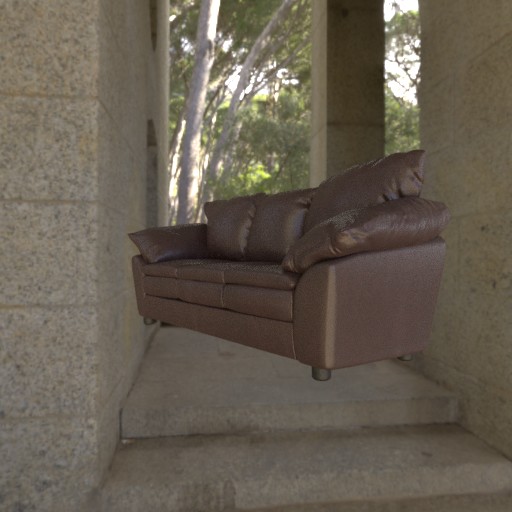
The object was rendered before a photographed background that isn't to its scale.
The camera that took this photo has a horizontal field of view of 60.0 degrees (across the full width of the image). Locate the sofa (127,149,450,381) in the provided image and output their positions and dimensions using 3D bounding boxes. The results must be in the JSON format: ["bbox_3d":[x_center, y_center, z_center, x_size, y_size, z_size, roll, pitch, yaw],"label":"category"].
[{"bbox_3d":[0.000,0.000,2.921,0.907,1.091,2.390,0,0,-36],"label":"sofa"}]
